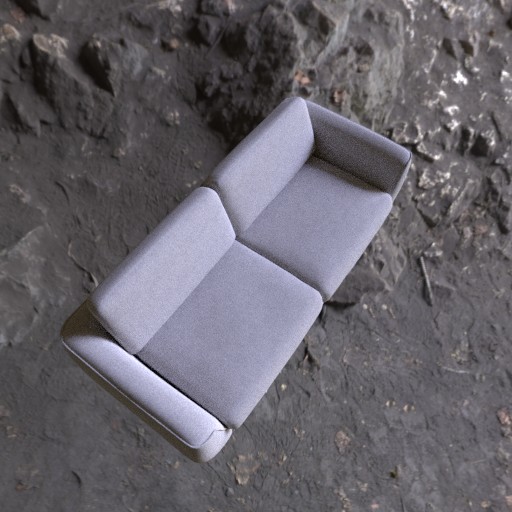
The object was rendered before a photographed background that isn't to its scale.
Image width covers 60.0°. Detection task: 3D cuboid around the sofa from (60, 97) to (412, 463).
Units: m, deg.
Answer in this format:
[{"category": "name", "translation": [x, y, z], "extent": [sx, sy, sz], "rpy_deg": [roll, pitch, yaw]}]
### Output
[{"category": "sofa", "translation": [0.000, 0.000, 2.435], "extent": [0.920, 0.850, 2.000], "rpy_deg": [32, 65, 17]}]
